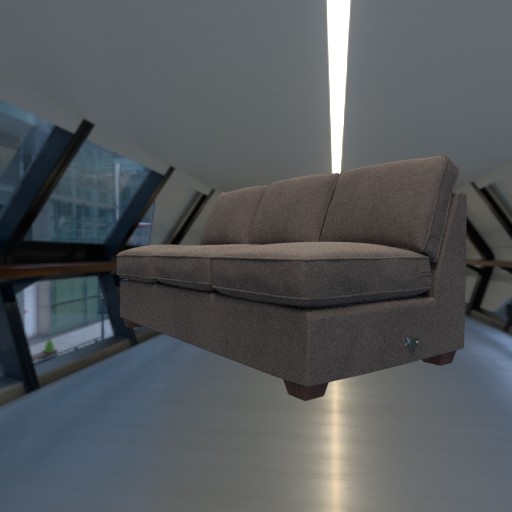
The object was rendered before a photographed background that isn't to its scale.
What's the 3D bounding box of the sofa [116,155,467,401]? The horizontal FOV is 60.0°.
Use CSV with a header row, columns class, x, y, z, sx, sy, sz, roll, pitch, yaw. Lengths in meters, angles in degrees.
class,x,y,z,sx,sy,sz,roll,pitch,yaw
sofa,0.000,0.000,2.542,1.027,0.973,1.962,-1,1,-36
